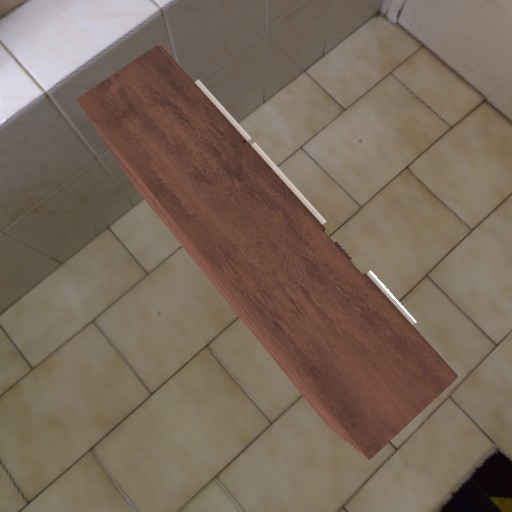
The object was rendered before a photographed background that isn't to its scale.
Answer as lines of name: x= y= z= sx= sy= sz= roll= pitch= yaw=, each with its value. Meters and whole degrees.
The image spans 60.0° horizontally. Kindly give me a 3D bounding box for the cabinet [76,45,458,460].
cabinet: x=0.000 y=0.000 z=1.963 sx=0.420 sy=0.900 sz=1.600 roll=-38 pitch=79 yaw=-9
